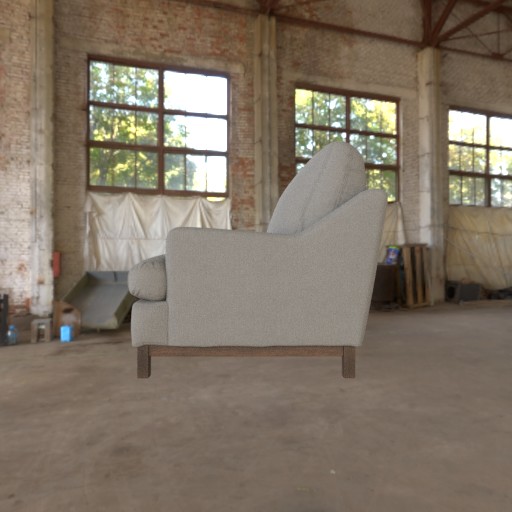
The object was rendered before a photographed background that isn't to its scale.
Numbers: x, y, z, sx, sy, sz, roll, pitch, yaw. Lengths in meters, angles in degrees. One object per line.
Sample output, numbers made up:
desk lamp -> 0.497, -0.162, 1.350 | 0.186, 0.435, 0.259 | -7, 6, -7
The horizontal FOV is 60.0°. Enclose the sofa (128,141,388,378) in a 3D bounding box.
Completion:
sofa -> 0.000, 0.000, 2.799 | 0.987, 0.926, 2.344 | 0, 0, 0
